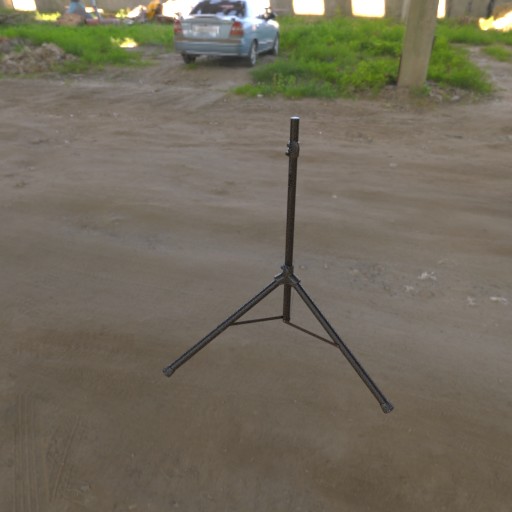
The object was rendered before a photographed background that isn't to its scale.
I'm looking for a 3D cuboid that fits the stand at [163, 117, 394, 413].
[{"bbox_3d":[0.000,0.000,1.897,0.907,1.136,1.045,-9,32,-15],"label":"stand"}]
